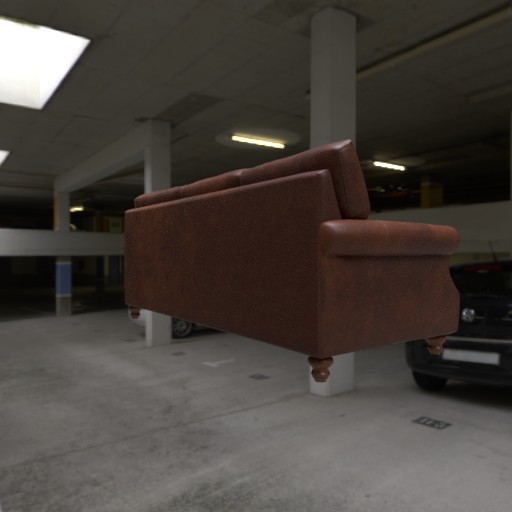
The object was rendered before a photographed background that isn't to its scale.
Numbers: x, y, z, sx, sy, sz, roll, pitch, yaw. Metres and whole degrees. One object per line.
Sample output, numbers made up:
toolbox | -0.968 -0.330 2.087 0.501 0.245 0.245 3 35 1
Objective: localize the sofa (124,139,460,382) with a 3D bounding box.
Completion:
sofa | 0.000 0.000 2.824 0.973 0.977 2.351 0 1 -36
